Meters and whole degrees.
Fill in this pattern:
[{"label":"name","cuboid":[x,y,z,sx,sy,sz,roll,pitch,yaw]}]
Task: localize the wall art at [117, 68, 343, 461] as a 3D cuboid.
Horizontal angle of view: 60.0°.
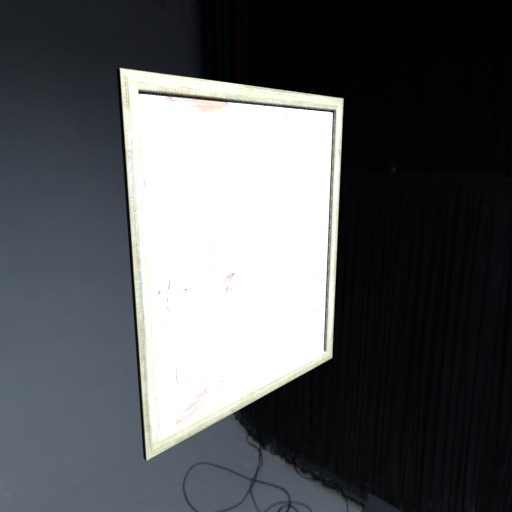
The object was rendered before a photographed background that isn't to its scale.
[{"label":"wall art","cuboid":[0.000,0.000,0.778,0.009,0.559,0.483,13,19,43]}]
